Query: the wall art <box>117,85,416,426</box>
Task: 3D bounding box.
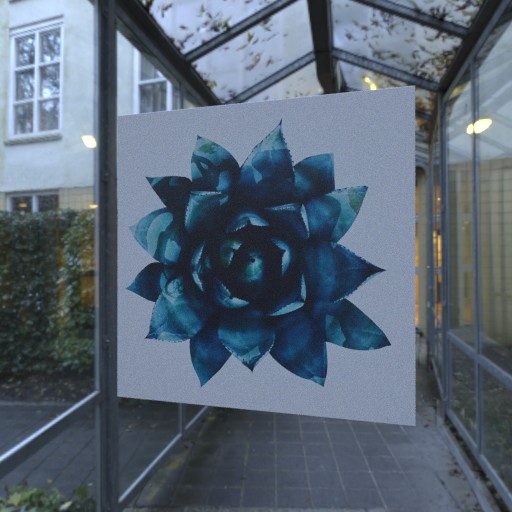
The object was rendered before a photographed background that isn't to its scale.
[{"bbox_3d":[0.000,0.000,0.603,0.406,0.406,0.038,0,0,16],"label":"wall art"}]
